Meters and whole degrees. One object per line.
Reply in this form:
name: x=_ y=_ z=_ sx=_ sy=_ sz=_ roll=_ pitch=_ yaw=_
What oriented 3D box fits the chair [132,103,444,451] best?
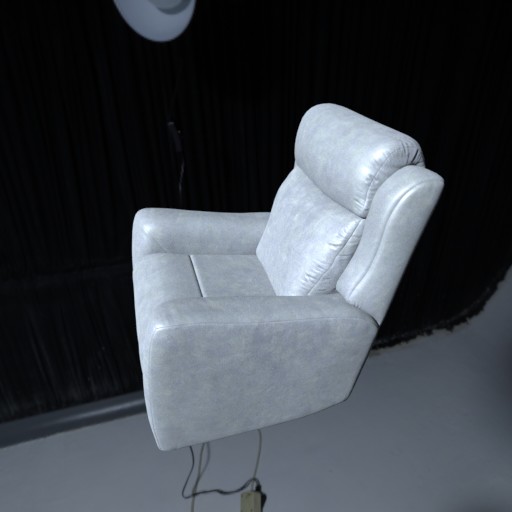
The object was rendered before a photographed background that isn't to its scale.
chair: x=0.000 y=0.000 z=1.898 sx=1.068 sy=1.116 sz=0.967 roll=-8 pitch=31 yaw=-14
